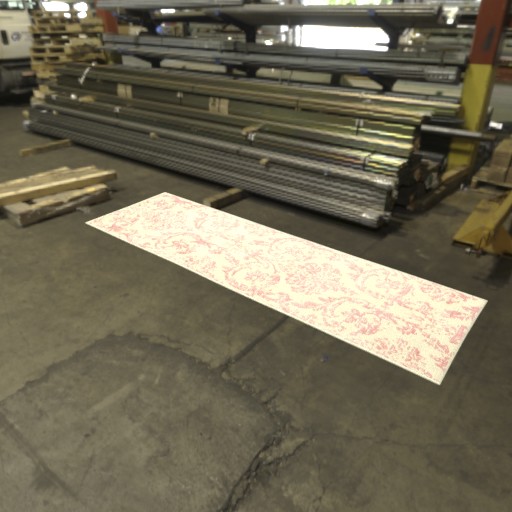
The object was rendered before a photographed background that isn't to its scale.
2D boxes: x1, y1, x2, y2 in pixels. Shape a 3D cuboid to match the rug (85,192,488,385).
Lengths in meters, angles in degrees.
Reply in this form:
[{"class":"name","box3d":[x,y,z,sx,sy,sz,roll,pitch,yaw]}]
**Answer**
[{"class":"rug","box3d":[0.000,0.000,2.402,2.196,0.011,0.662,21,36,32]}]
